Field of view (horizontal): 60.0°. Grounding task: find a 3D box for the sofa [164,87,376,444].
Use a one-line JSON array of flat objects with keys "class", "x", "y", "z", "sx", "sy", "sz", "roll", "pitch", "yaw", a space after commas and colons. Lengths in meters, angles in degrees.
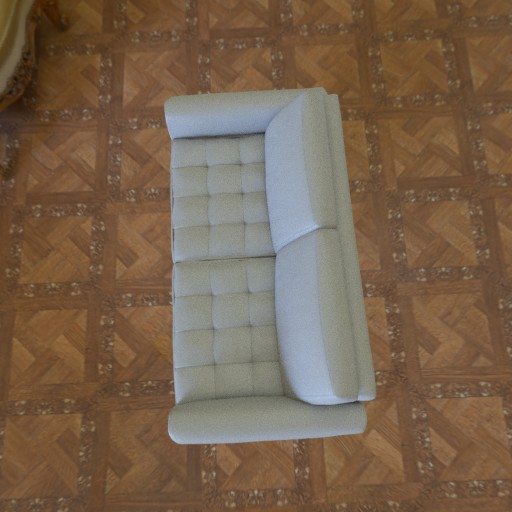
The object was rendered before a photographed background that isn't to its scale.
[{"class": "sofa", "x": 0.000, "y": 0.000, "z": 2.774, "sx": 1.121, "sy": 0.930, "sz": 2.177, "roll": -4, "pitch": 75, "yaw": -1}]
